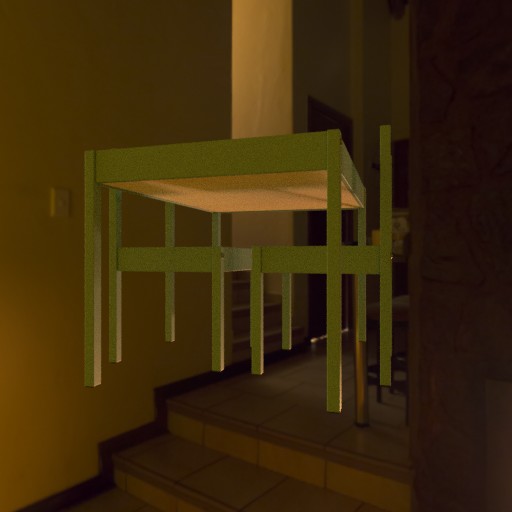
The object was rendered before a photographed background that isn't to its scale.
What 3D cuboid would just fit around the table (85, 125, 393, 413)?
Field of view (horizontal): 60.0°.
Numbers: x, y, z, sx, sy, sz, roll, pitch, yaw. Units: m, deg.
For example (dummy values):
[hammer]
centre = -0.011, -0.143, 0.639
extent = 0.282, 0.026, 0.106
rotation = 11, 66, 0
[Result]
[table]
centre = 0.000, 0.000, 1.079
extent = 0.633, 0.503, 0.639
rotation = 0, 0, 18
